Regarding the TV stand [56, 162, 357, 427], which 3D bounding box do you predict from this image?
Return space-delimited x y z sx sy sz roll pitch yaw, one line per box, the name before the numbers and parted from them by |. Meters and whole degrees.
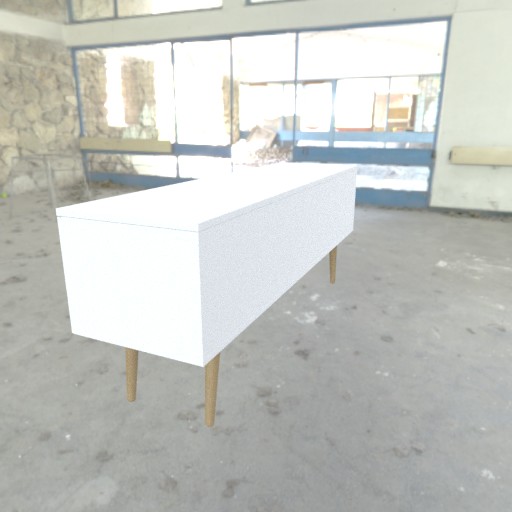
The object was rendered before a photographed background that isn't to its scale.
TV stand | 0.000 0.000 1.628 0.401 0.560 1.398 8 18 24
